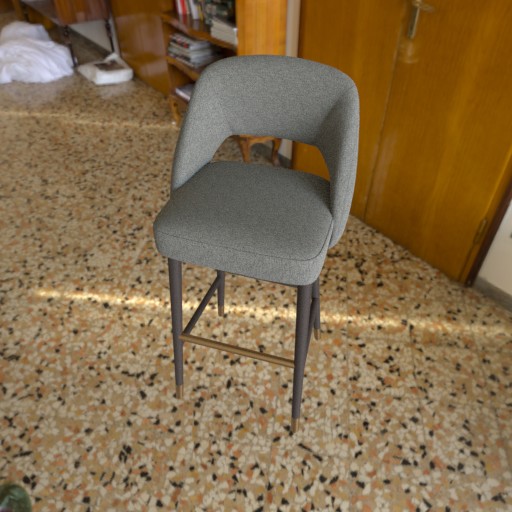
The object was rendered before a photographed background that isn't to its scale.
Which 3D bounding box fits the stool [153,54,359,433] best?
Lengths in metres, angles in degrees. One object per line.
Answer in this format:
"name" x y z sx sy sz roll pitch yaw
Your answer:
"stool" 0.000 0.000 1.426 0.536 1.089 0.524 12 42 13
